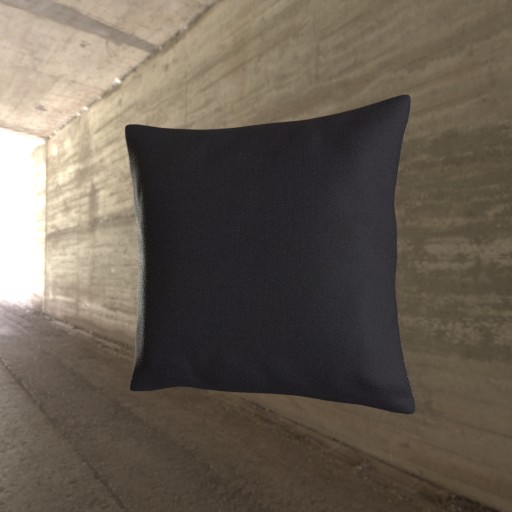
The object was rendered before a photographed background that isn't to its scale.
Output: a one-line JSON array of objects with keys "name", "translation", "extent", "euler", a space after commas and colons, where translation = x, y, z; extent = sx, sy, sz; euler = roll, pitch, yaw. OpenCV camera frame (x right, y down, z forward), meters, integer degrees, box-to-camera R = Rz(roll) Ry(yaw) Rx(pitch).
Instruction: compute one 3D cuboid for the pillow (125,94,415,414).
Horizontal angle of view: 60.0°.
[{"name": "pillow", "translation": [0.000, 0.000, 0.775], "extent": [0.520, 0.508, 0.166], "euler": [0, -2, 17]}]
